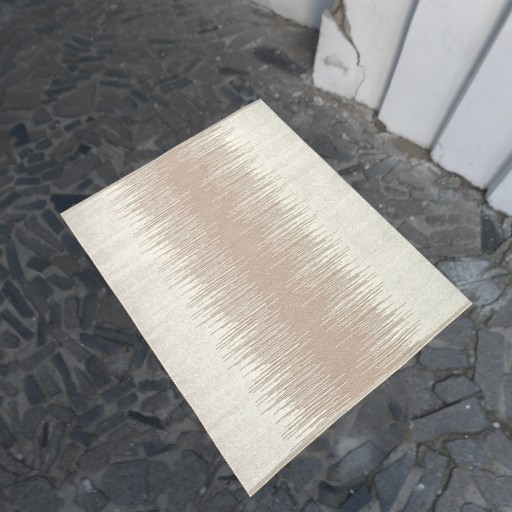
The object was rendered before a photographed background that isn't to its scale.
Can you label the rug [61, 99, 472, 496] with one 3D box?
[{"bbox_3d":[0.000,0.000,4.076,2.438,0.013,3.048,-35,69,-15],"label":"rug"}]
